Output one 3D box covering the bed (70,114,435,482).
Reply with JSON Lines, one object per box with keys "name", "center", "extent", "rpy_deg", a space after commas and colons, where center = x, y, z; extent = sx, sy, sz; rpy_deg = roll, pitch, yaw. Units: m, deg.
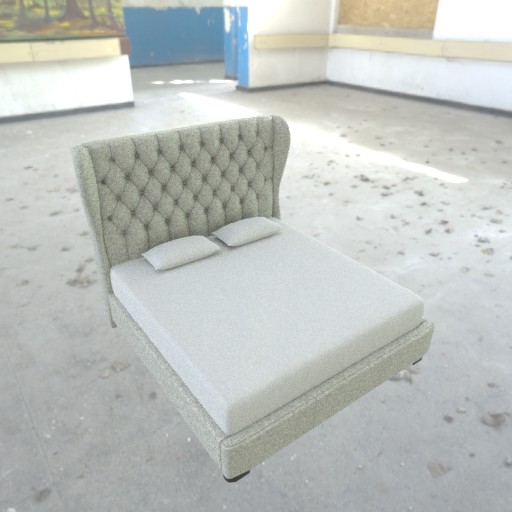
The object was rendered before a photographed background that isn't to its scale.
{"name": "bed", "center": [0.000, 0.000, 3.820], "extent": [2.219, 1.771, 2.347], "rpy_deg": [-20, 35, -31]}
